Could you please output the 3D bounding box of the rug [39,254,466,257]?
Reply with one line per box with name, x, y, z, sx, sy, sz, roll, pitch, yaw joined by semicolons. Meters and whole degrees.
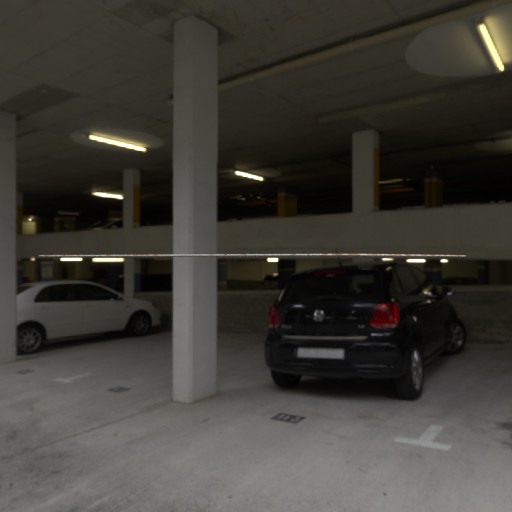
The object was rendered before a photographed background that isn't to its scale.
rug;0.000;0.000;4.040;3.050;0.011;2.441;0;0;37
